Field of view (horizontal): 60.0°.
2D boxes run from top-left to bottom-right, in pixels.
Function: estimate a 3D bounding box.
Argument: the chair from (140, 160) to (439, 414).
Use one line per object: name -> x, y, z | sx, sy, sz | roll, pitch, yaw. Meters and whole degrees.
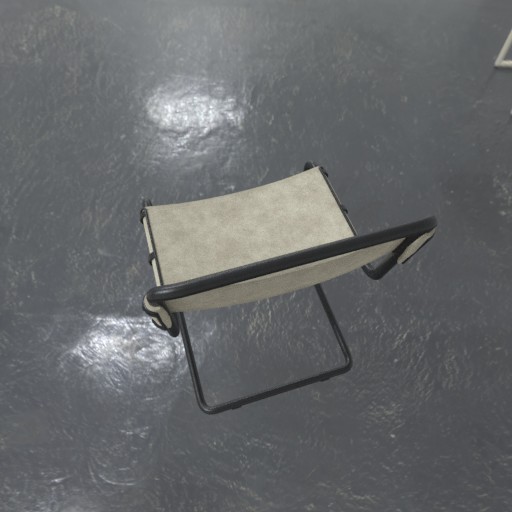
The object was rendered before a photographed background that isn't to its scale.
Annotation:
chair -> 0.000, 0.000, 1.078 | 0.499, 0.747, 0.497 | -15, 59, -9
